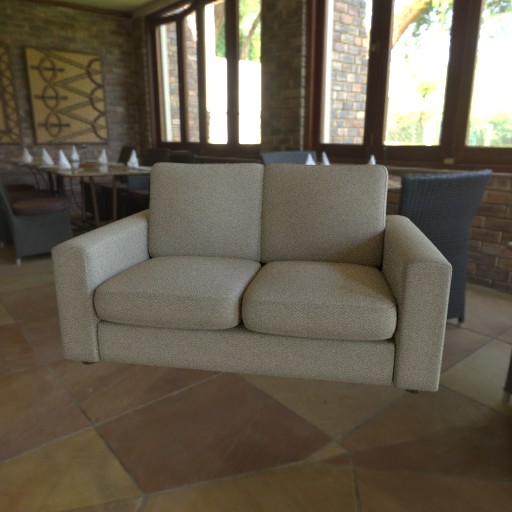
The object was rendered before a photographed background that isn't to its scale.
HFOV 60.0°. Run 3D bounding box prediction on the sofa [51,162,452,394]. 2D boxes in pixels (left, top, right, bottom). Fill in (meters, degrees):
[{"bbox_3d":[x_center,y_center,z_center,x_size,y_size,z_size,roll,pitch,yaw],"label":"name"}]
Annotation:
[{"bbox_3d":[0.000,0.000,2.210,1.616,0.873,1.016,2,15,9],"label":"sofa"}]
